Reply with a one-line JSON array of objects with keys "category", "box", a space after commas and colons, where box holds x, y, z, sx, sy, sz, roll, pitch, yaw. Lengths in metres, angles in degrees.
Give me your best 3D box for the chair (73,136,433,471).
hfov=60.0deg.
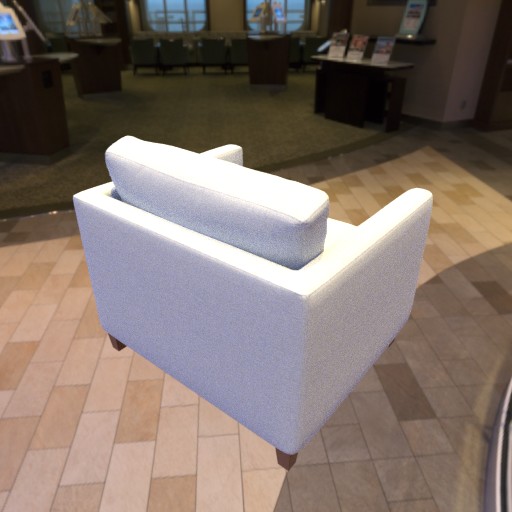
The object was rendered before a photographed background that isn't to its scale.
[{"category": "chair", "box": [0.000, 0.000, 1.844, 1.107, 0.961, 0.953, 22, 36, 33]}]
